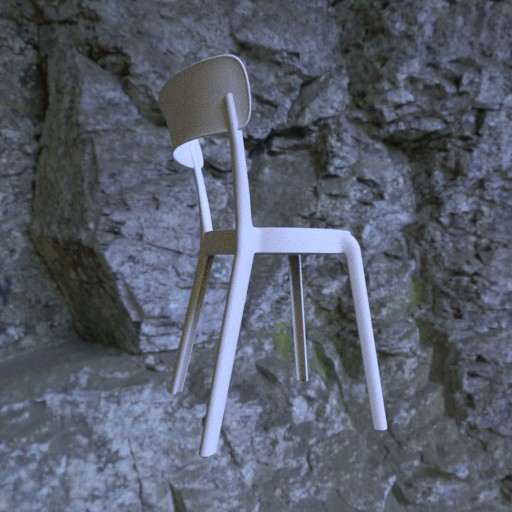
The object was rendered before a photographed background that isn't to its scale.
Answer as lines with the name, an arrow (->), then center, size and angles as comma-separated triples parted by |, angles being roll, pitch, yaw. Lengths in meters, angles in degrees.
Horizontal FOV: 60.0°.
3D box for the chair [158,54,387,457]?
chair -> 0.000, 0.000, 1.140 | 0.491, 0.790, 0.506 | 0, 0, -19
